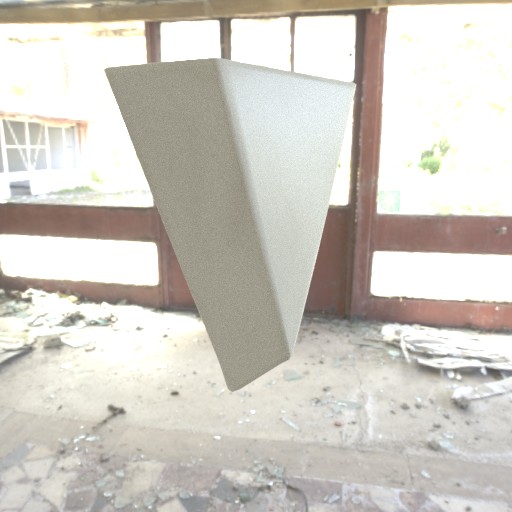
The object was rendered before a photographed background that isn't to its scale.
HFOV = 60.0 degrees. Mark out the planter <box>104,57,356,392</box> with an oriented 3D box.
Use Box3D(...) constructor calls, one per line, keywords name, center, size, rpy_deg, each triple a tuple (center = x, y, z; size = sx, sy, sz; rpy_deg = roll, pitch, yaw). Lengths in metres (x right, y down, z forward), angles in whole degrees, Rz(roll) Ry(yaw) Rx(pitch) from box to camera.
Box3D(name="planter", center=(0.000, 0.000, 0.263), size=(0.150, 0.197, 0.060), rpy_deg=(-12, 18, -42))
